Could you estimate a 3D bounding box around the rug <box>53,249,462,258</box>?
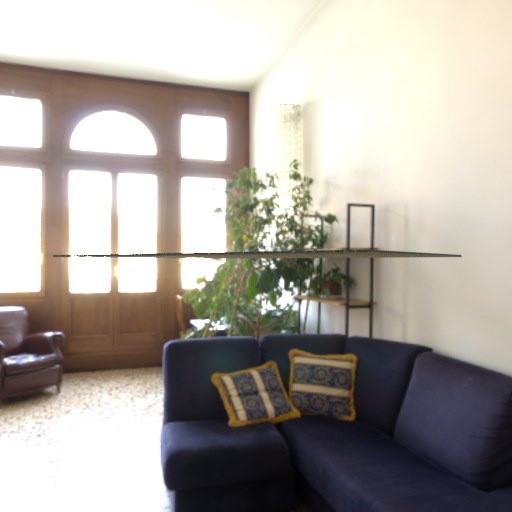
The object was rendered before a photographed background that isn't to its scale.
[{"bbox_3d":[0.000,0.000,2.859,2.144,0.015,1.543,-1,-1,36],"label":"rug"}]
